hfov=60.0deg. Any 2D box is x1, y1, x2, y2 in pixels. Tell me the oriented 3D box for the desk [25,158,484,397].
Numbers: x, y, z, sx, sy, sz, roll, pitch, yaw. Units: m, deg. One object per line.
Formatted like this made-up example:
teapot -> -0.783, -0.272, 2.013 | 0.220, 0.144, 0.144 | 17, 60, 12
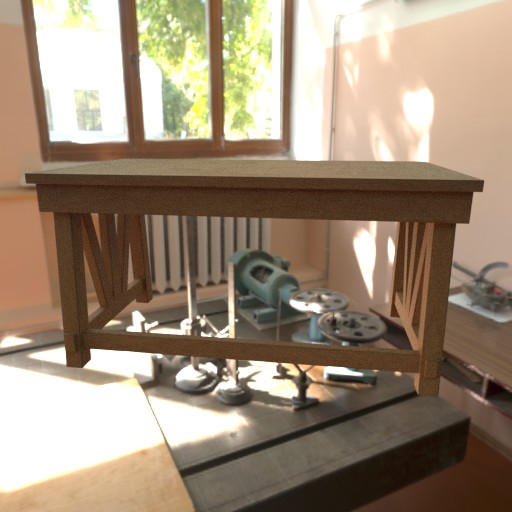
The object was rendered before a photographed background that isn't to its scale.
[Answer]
desk -> 0.000, 0.000, 1.919 | 1.499, 0.762, 0.813 | 2, 16, 8
